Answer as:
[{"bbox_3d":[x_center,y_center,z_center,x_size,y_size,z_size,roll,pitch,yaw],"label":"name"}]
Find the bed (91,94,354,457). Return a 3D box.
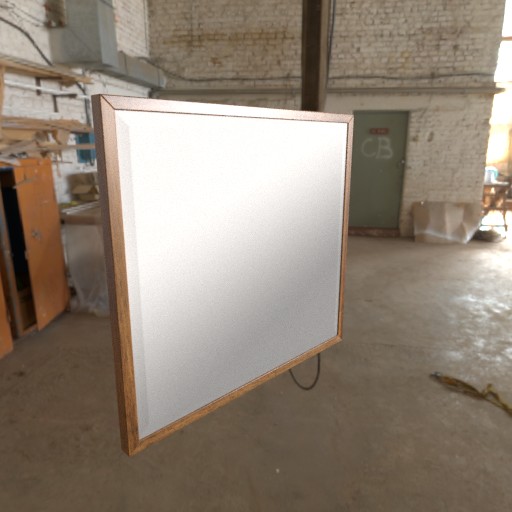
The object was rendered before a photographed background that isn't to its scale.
[{"bbox_3d":[0.000,0.000,1.474,0.043,0.940,1.041,13,19,42],"label":"bed"}]
